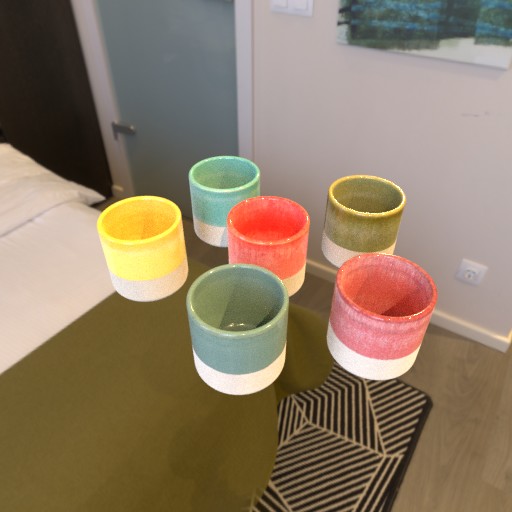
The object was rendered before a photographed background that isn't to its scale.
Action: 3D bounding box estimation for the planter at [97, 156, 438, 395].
[{"bbox_3d":[0.000,0.000,0.417,0.286,0.075,0.257,2,40,2],"label":"planter"}]
